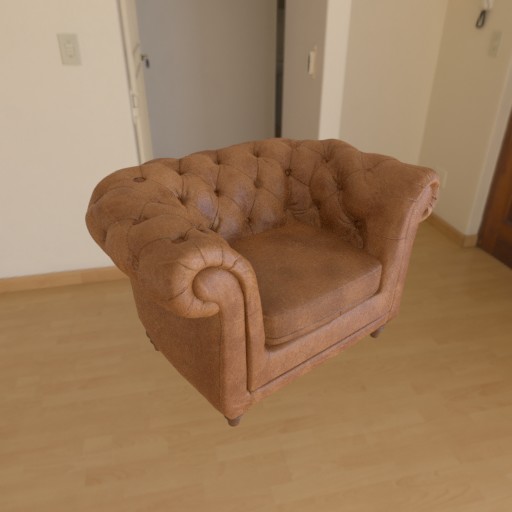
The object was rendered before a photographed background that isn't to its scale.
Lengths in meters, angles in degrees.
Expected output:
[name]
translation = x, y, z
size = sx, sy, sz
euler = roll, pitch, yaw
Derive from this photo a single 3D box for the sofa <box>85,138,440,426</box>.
[sofa]
translation = 0.000, 0.000, 2.079
size = 1.405, 0.878, 1.033
euler = -21, 35, -33
